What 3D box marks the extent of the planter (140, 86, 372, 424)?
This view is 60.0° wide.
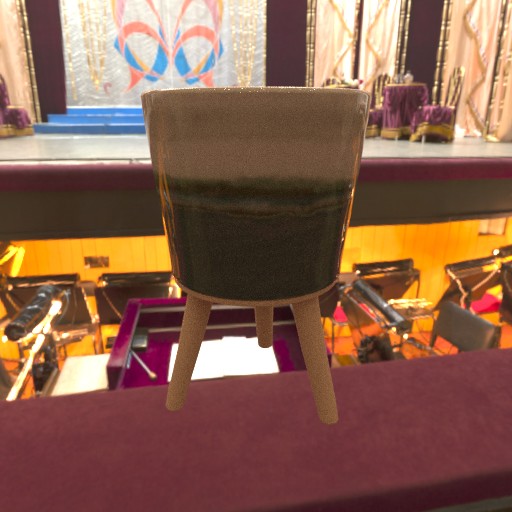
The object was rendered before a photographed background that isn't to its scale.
[{"bbox_3d":[0.000,0.000,0.477,0.217,0.331,0.217,-3,18,-9],"label":"planter"}]
